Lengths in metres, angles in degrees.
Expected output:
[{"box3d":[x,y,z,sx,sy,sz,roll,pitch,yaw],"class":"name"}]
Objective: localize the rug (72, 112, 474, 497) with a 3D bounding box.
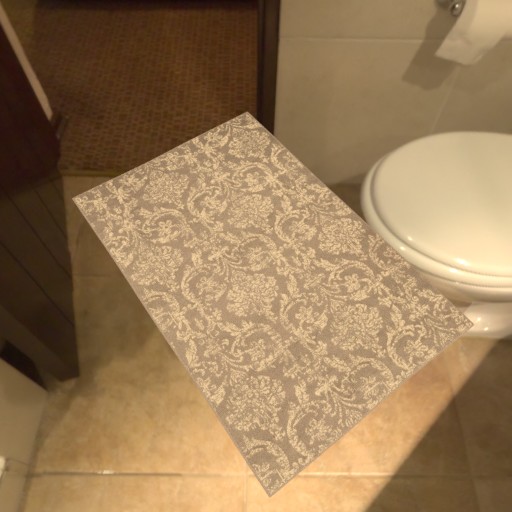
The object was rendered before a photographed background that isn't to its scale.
[{"box3d":[0.000,0.000,3.427,1.819,0.018,2.746,-32,63,-18],"class":"rug"}]
